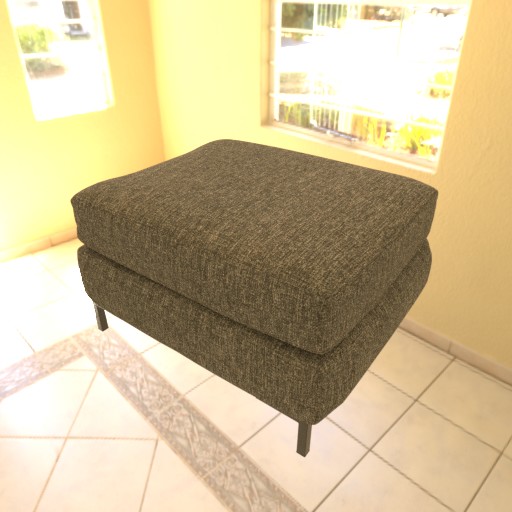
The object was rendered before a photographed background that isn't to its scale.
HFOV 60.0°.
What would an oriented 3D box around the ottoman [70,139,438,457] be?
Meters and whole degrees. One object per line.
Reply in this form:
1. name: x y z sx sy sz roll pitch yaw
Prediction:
1. ottoman: 0.000 0.000 1.251 0.828 0.480 0.683 21 37 30
